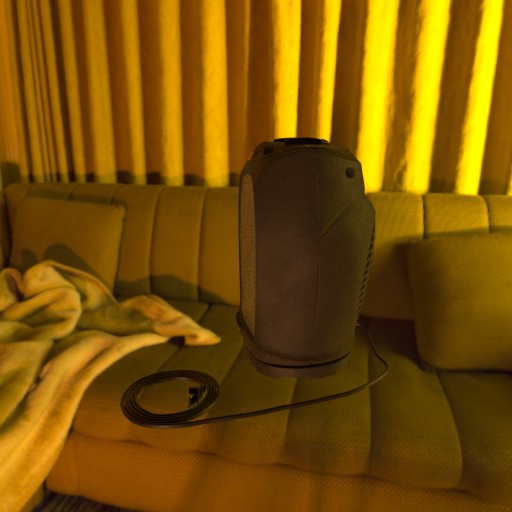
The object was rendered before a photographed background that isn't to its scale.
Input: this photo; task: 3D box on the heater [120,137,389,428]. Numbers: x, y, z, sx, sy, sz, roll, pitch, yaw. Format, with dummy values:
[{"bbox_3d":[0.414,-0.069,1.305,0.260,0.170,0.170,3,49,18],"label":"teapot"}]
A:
[{"bbox_3d":[0.000,0.000,0.493,0.291,0.255,0.239,-2,15,-8],"label":"heater"}]
